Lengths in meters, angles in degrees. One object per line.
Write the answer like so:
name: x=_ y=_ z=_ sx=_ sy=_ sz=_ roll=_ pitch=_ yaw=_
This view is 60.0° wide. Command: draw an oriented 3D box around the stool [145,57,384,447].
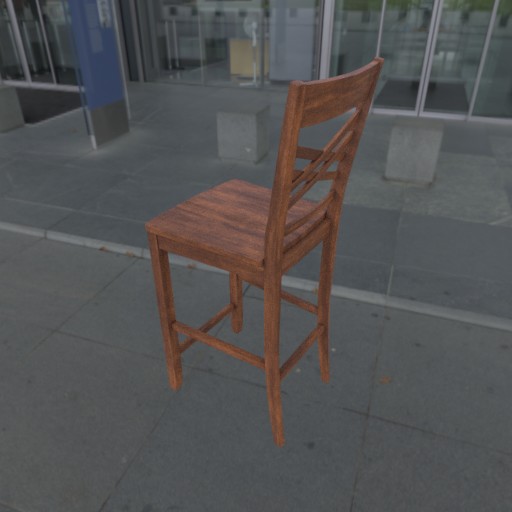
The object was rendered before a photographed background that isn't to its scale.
stool: x=0.000 y=0.000 z=1.342 sx=0.504 sy=1.098 sz=0.426 roll=20 pitch=36 yaw=29
